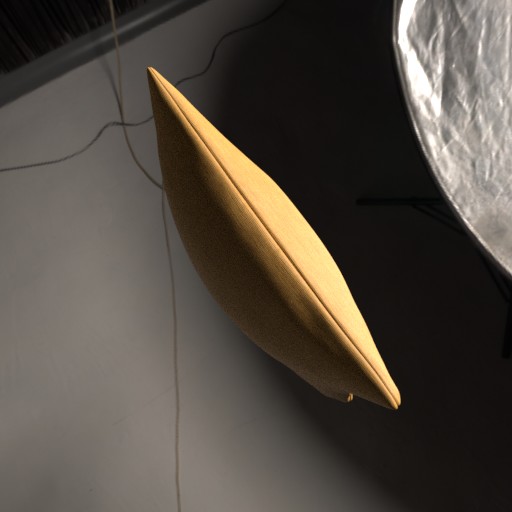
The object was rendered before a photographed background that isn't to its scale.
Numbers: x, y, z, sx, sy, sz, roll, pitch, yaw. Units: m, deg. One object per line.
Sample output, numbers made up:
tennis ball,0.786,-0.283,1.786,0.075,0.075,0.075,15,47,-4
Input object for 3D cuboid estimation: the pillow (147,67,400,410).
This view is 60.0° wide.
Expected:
pillow,0.000,0.000,0.800,0.210,0.354,0.634,-34,77,-9
